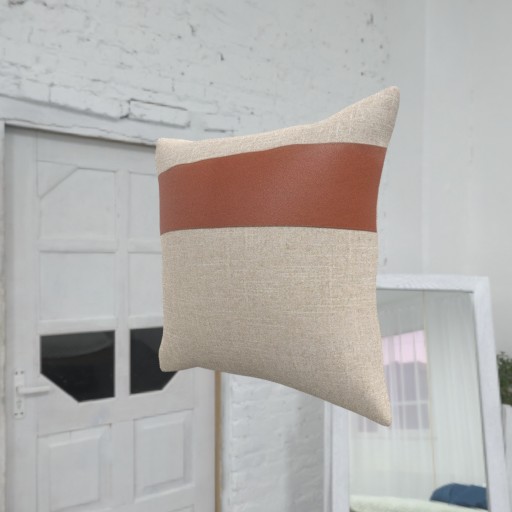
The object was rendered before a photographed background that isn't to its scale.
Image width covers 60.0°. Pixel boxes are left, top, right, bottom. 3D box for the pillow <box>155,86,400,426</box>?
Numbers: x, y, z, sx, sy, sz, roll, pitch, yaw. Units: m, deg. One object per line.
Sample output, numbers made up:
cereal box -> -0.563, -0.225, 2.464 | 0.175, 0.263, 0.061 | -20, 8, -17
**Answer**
pillow -> 0.000, 0.000, 0.639 | 0.414, 0.399, 0.173 | 1, 1, 37
